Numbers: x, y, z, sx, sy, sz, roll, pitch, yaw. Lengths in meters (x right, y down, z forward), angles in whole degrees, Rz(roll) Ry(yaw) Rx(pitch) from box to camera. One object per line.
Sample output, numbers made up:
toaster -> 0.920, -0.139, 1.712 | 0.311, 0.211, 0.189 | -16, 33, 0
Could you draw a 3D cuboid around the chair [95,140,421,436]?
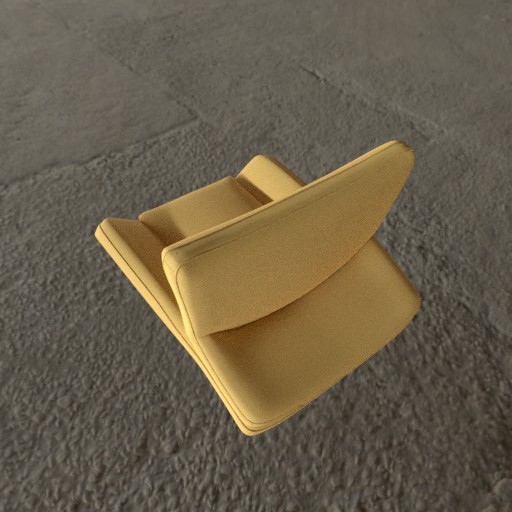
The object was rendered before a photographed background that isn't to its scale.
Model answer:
chair -> 0.000, 0.000, 1.615 | 0.859, 0.855, 1.008 | -28, 52, -25
